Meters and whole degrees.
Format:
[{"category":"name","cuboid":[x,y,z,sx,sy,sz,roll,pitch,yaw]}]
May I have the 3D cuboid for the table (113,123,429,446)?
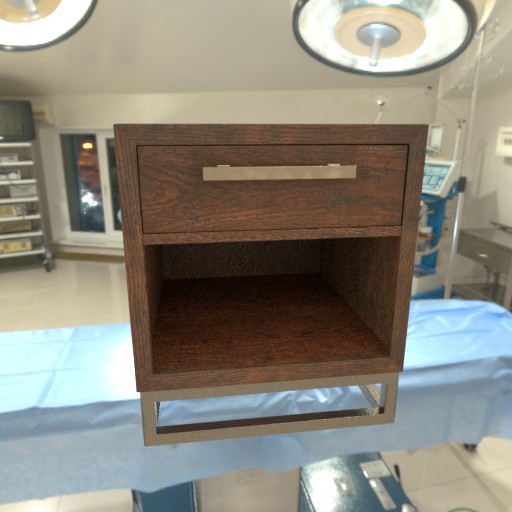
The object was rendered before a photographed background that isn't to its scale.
[{"category":"table","cuboid":[0.000,0.000,1.024,0.506,0.582,0.566,-2,16,-8]}]
